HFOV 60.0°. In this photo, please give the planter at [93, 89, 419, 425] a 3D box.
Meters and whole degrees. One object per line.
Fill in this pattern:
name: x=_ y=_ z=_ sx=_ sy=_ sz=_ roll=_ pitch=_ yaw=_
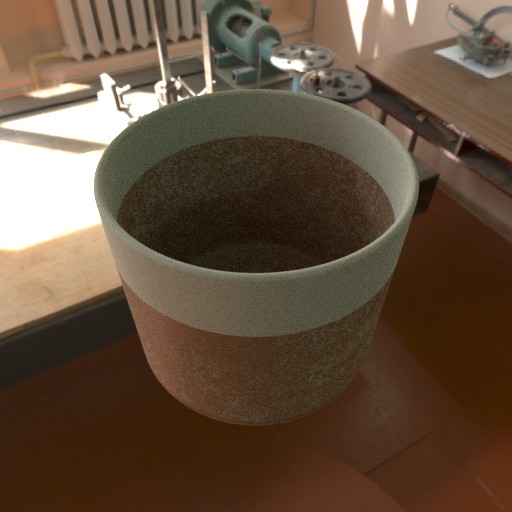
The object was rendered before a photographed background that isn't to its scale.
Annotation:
planter: x=0.000 y=0.000 z=0.270 sx=0.159 sy=0.138 sz=0.159 roll=0 pitch=46 yaw=0
